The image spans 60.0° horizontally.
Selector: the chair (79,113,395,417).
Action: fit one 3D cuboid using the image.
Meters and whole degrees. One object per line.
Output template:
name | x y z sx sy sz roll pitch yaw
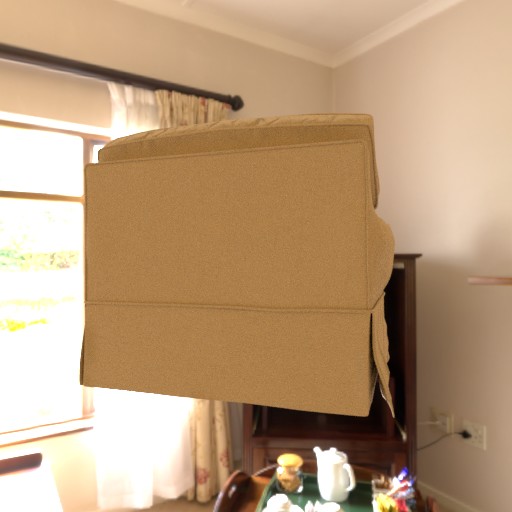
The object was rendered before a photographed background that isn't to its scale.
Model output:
chair | 0.000 0.000 1.819 1.096 0.937 0.903 0 -1 18
